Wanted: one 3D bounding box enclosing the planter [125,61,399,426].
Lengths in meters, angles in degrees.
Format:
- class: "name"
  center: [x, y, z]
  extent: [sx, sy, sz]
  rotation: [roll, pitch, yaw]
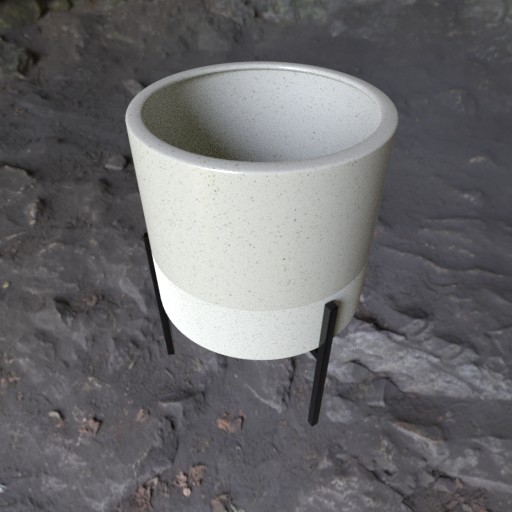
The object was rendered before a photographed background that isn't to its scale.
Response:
- class: "planter"
  center: [0.000, 0.000, 0.327]
  extent: [0.159, 0.230, 0.152]
  rotation: [0, 41, 0]
